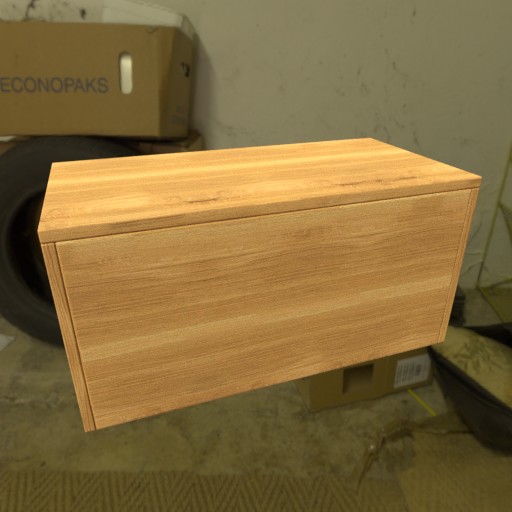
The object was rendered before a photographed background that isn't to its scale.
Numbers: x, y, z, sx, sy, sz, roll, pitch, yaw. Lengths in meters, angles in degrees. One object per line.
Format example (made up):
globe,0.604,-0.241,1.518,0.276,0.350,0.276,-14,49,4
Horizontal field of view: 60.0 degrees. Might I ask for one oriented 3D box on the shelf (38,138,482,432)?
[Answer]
shelf,0.000,0.000,1.005,0.800,0.400,0.400,-9,28,-18
